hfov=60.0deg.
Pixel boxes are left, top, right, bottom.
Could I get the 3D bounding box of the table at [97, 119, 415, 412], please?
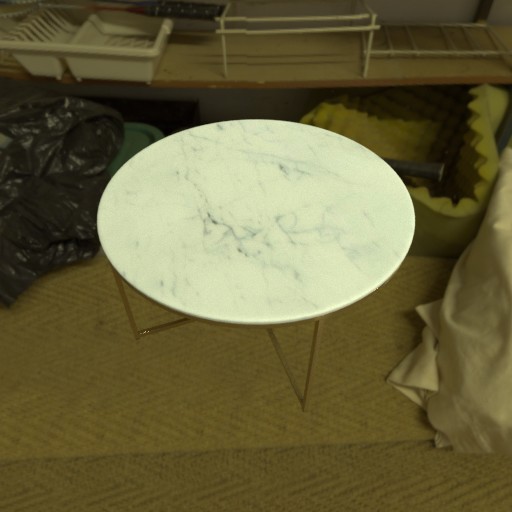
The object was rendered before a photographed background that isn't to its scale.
[{"bbox_3d":[0.000,0.000,1.306,0.800,0.450,0.800,0,45,0],"label":"table"}]
